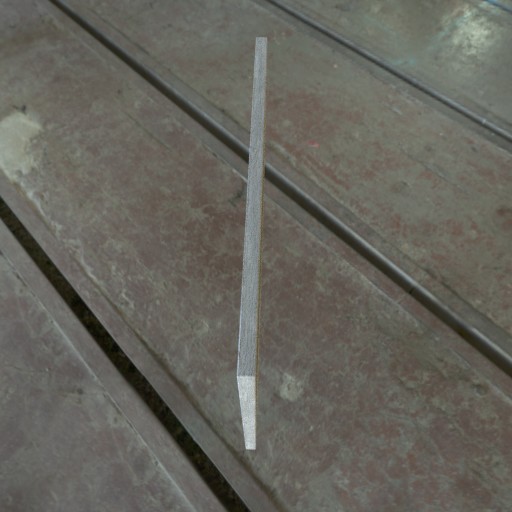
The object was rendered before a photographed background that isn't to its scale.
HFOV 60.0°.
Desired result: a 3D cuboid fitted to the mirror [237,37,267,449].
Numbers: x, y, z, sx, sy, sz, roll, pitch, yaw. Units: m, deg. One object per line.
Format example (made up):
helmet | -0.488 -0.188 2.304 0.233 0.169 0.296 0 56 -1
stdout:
mirror | 0.000 0.000 1.158 0.028 0.689 0.839 2 58 1
